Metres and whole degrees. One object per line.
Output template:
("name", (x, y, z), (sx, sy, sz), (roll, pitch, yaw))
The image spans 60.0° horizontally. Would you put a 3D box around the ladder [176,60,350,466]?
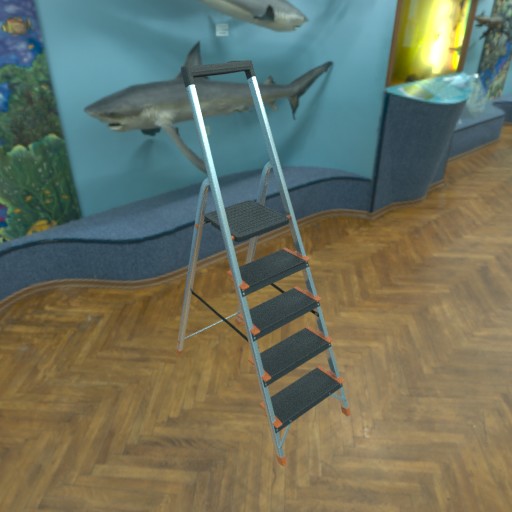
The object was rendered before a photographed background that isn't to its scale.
("ladder", (0.000, 0.000, 2.105), (0.480, 1.646, 0.995), (-22, 37, -33))
